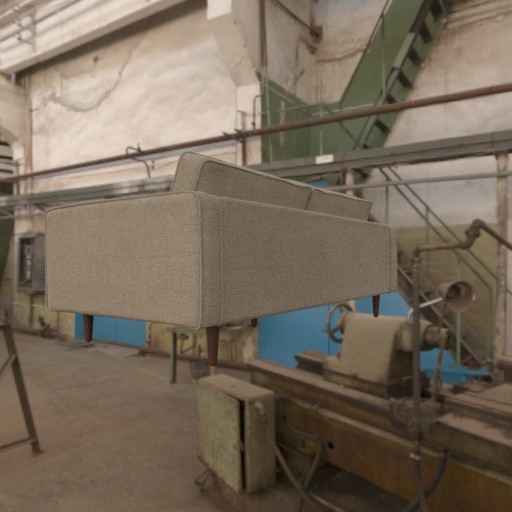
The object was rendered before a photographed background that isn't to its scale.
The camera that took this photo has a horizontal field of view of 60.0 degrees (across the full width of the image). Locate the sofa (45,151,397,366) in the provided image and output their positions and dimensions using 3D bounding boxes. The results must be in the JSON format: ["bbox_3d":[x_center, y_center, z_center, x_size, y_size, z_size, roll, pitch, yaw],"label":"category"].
[{"bbox_3d":[0.000,0.000,2.369,0.914,0.762,1.879,0,0,36],"label":"sofa"}]
